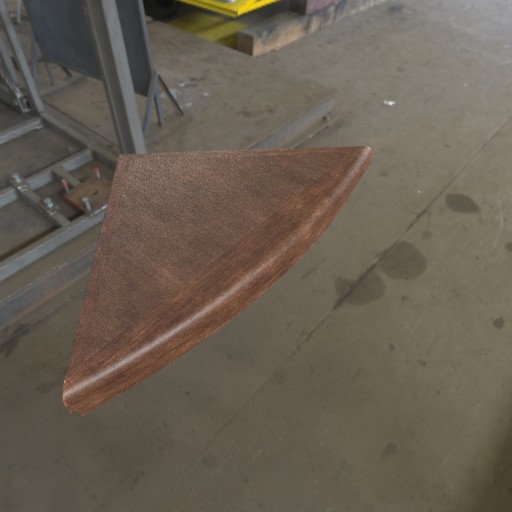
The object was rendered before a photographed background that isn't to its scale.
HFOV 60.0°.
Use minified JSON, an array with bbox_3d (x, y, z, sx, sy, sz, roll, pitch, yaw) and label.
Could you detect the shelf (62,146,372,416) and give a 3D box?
[{"bbox_3d":[0.000,0.000,0.452,0.310,0.050,0.310,-3,47,-3],"label":"shelf"}]
